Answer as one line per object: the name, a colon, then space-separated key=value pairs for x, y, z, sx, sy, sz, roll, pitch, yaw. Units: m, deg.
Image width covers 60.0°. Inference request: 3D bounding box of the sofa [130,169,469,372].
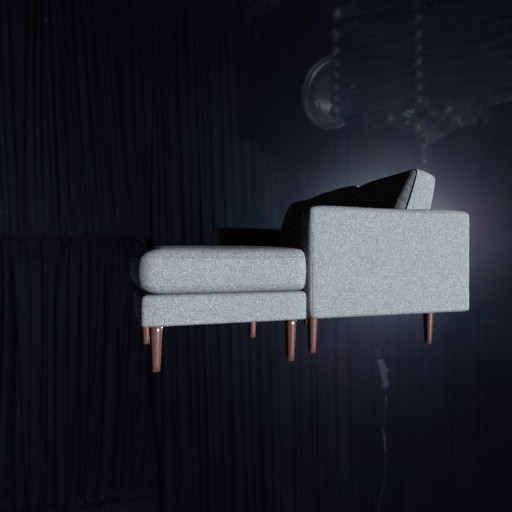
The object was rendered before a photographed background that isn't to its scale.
sofa: x=0.000 y=0.000 z=2.997 sx=1.667 sy=0.957 sz=2.055 roll=0 pitch=1 yaw=-18
